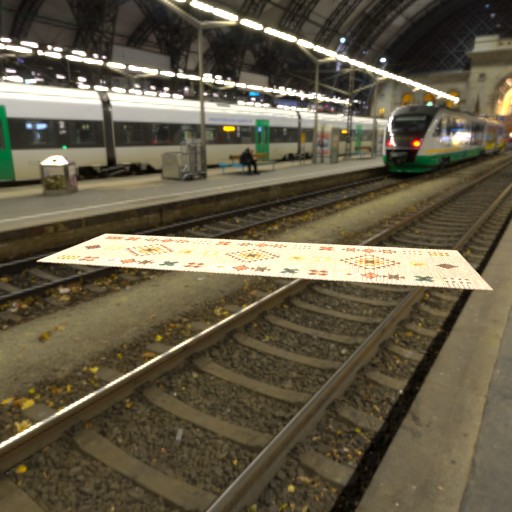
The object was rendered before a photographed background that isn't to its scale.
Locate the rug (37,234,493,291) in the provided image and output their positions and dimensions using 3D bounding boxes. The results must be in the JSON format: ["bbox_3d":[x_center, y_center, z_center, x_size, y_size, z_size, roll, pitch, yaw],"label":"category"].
[{"bbox_3d":[0.000,0.000,2.679,2.432,0.008,0.766,3,15,11],"label":"rug"}]
